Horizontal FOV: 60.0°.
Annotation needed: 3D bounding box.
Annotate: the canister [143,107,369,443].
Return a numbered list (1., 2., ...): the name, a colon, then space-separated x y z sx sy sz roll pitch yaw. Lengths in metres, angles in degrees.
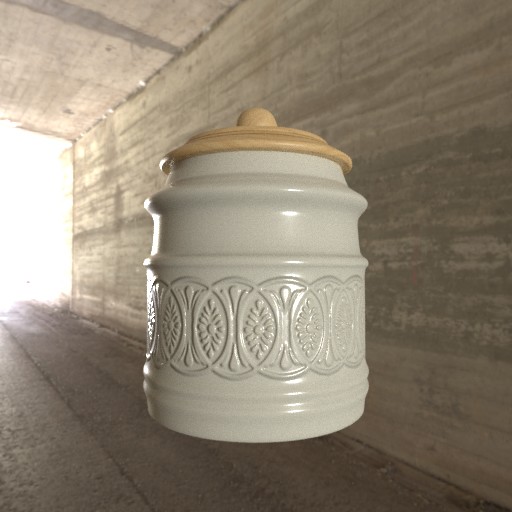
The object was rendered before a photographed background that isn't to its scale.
1. canister: 0.000 0.000 0.265 0.130 0.176 0.130 0 -2 0
